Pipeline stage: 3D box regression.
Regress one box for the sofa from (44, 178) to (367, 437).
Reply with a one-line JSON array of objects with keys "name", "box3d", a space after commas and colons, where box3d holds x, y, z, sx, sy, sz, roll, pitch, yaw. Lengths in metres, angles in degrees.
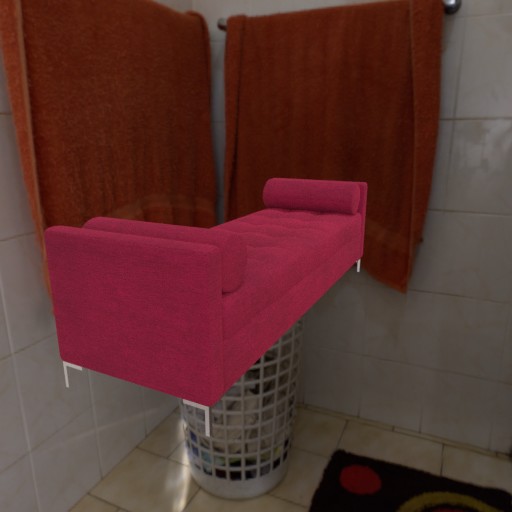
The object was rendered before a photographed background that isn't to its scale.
[{"name": "sofa", "box3d": [0.000, 0.000, 2.330, 0.686, 0.635, 1.981, 8, 17, 26]}]
